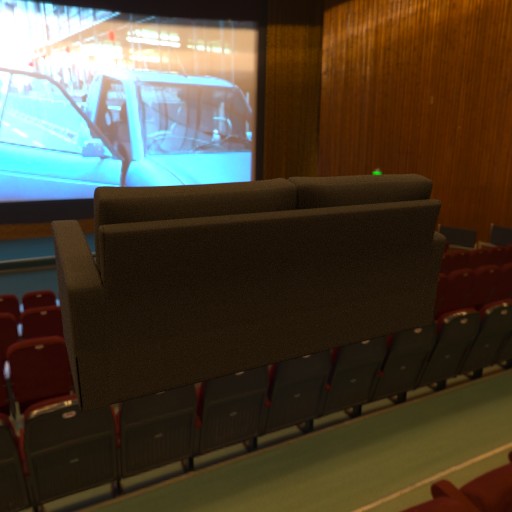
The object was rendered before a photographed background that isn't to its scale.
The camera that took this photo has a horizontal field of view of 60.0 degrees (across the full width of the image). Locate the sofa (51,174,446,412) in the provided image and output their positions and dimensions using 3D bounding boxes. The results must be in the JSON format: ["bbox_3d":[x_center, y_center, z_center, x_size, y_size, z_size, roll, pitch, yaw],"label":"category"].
[{"bbox_3d":[0.000,0.000,2.278,1.852,0.839,0.898,-7,16,-26],"label":"sofa"}]
